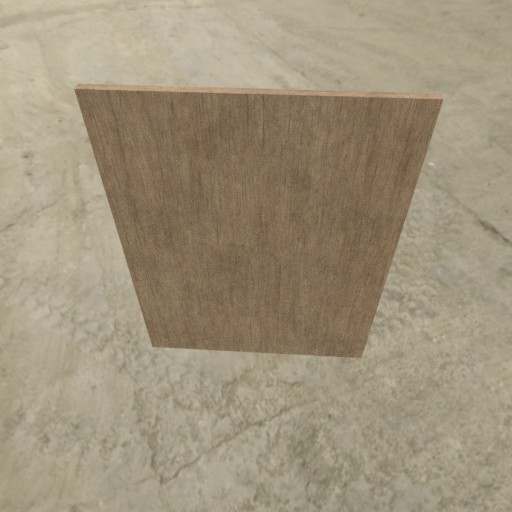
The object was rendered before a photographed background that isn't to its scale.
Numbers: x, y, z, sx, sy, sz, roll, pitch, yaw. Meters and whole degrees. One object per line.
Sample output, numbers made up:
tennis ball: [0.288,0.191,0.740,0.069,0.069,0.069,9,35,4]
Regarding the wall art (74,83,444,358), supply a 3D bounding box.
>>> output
wall art: [0.000,0.000,0.890,0.534,0.686,0.018,2,46,2]
